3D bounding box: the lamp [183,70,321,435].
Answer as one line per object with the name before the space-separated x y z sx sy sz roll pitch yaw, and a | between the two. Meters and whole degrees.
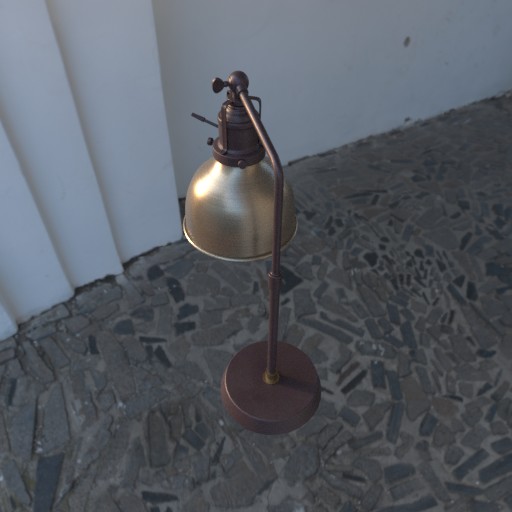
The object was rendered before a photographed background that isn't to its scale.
lamp | 0.000 0.000 0.619 0.175 0.469 0.298 -12 43 -13
